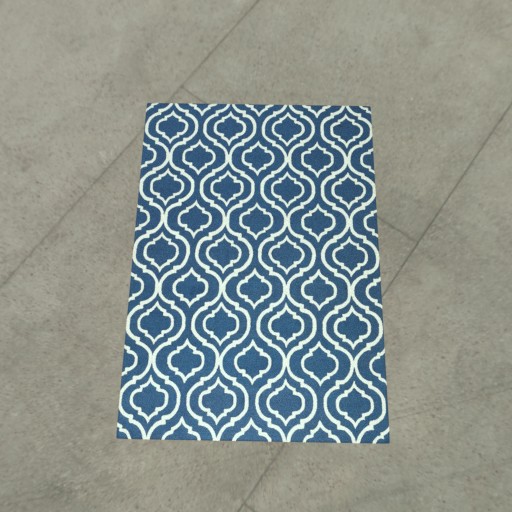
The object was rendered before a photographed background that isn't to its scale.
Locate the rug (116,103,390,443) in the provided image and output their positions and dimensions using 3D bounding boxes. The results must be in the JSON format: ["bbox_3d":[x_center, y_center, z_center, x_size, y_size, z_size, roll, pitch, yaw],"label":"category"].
[{"bbox_3d":[0.000,0.000,2.741,1.524,0.010,2.134,1,75,0],"label":"rug"}]
